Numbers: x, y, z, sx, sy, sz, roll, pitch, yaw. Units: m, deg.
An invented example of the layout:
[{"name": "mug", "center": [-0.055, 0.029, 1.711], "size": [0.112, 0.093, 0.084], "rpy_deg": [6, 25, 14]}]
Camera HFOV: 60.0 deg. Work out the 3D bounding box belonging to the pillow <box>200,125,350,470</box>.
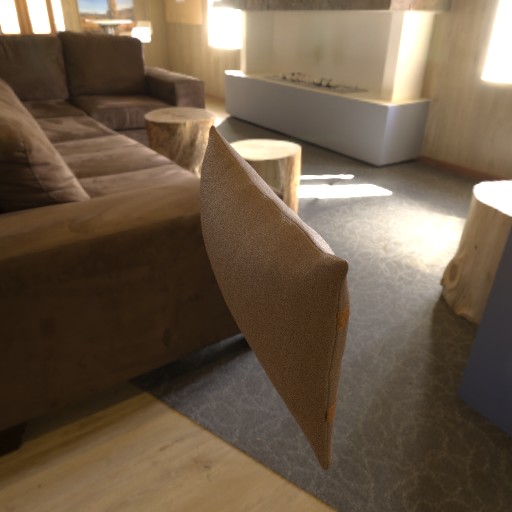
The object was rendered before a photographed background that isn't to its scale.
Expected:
[{"name": "pillow", "center": [0.000, 0.000, 0.748], "size": [0.148, 0.308, 0.612], "rpy_deg": [-9, 30, -15]}]
